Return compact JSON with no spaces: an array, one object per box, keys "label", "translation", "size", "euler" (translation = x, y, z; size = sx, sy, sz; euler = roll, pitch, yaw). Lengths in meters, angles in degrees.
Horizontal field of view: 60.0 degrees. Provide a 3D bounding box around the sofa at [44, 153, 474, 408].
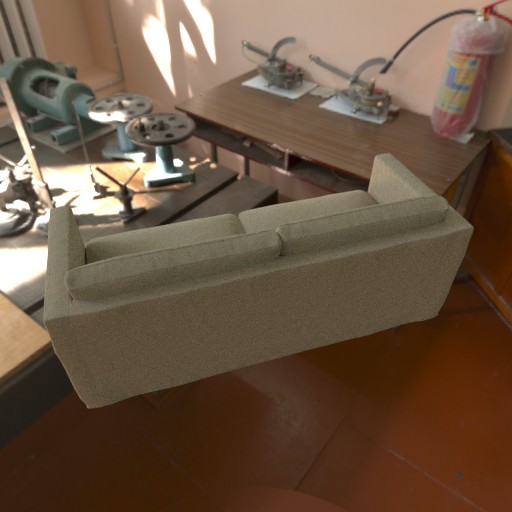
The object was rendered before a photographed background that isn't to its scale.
[{"label":"sofa","translation":[0.000,0.000,2.714],"size":[2.296,0.847,0.956],"euler":[-12,42,-13]}]
